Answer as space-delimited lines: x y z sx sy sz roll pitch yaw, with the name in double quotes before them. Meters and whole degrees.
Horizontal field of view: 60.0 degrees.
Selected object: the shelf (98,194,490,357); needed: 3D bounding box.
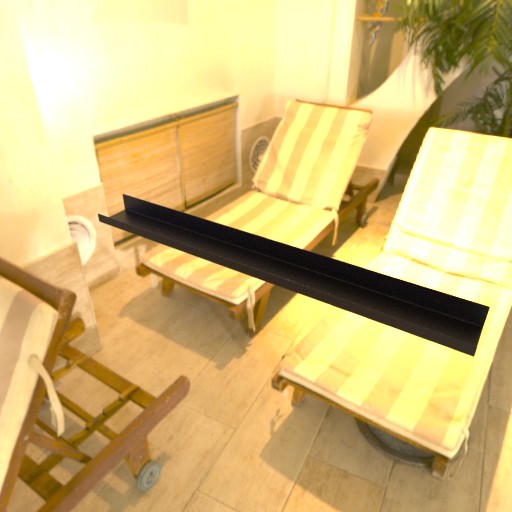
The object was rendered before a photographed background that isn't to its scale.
"shelf" 0.000 0.000 0.975 0.924 0.049 0.092 18 36 28
